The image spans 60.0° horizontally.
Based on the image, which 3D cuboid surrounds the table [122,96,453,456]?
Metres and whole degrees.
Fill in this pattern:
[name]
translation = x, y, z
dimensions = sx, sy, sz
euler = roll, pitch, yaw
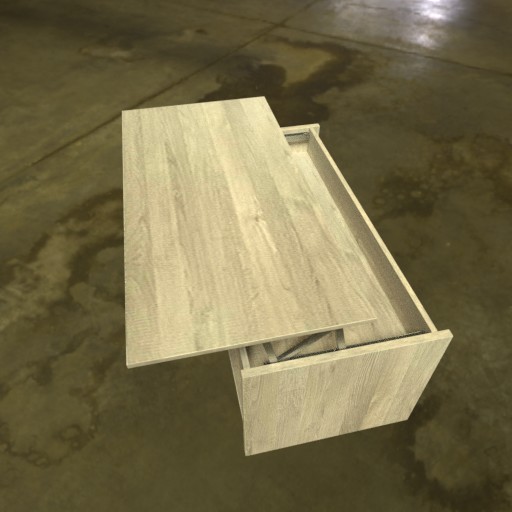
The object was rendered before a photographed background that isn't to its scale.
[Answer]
[table]
translation = 0.000, 0.000, 1.419
dimensions = 0.712, 0.570, 1.000
euler = -9, 46, -9
